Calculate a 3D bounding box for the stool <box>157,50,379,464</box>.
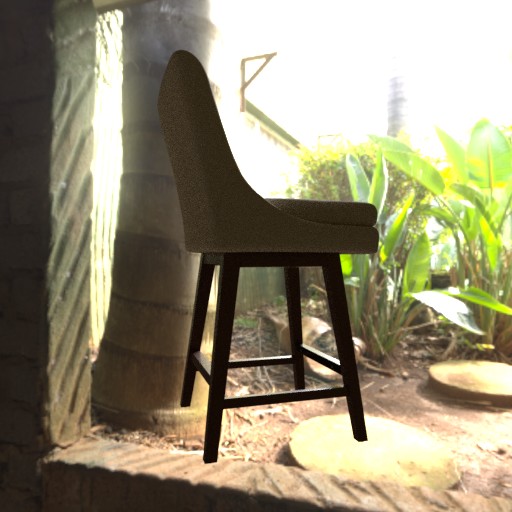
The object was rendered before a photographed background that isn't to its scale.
[{"bbox_3d":[0.000,0.000,1.318,0.559,0.991,0.483,0,0,-17],"label":"stool"}]
